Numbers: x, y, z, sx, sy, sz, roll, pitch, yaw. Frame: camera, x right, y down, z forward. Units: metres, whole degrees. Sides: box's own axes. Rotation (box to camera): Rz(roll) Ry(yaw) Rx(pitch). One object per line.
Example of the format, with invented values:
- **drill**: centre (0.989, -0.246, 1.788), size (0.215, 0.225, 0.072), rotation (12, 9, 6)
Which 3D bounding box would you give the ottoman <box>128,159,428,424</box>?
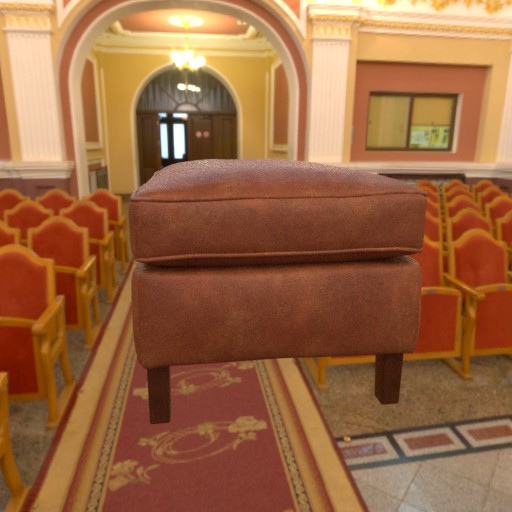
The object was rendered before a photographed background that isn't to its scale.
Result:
- **ottoman**: centre (0.000, 0.000, 1.005), size (0.501, 0.418, 0.665), rotation (-2, 14, -8)
